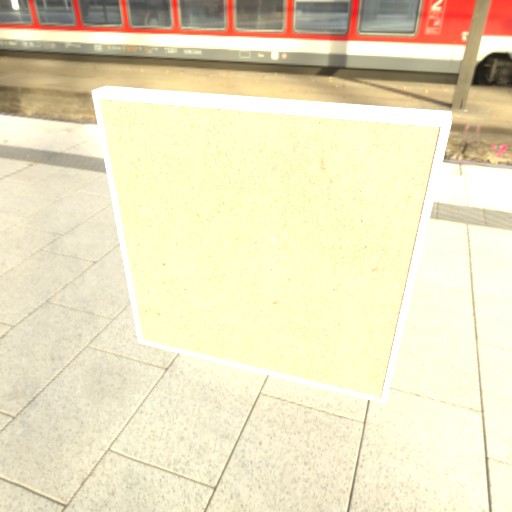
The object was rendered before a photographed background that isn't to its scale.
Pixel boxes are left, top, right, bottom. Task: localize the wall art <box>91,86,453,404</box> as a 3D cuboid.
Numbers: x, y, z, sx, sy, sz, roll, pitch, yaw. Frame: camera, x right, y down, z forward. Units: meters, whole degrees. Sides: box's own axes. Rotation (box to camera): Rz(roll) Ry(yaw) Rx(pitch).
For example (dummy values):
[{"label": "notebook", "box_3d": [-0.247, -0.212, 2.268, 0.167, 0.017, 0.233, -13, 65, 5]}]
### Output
[{"label": "wall art", "box_3d": [0.000, 0.000, 0.747, 0.508, 0.508, 0.038, 10, 33, 15]}]
